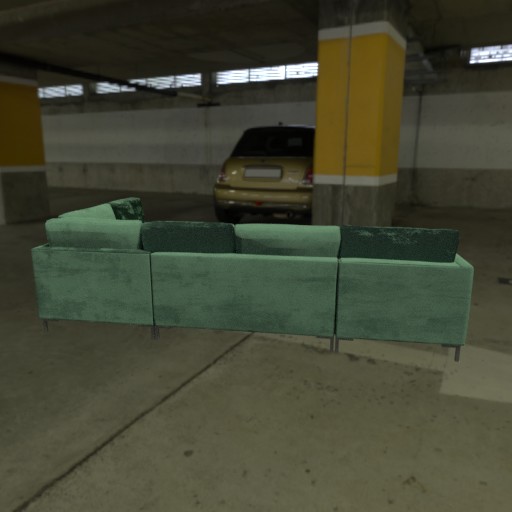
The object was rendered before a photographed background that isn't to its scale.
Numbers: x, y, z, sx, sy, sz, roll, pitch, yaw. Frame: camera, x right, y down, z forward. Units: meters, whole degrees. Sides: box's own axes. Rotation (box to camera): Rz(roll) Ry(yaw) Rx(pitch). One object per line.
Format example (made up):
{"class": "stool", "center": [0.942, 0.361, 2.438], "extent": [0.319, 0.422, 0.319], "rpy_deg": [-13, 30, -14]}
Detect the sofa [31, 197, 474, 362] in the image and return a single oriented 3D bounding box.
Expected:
{"class": "sofa", "center": [0.000, 0.000, 4.364], "extent": [3.434, 0.992, 2.055], "rpy_deg": [2, 13, 9]}
